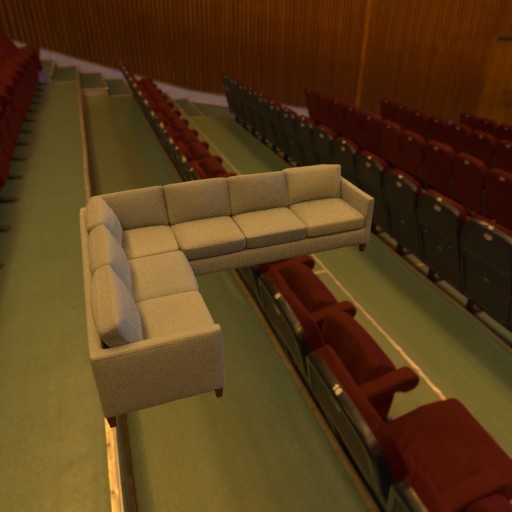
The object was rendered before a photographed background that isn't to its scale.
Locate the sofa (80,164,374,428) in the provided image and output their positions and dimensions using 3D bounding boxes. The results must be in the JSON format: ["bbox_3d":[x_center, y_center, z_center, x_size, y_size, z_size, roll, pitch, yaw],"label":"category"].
[{"bbox_3d":[0.000,0.000,4.544,3.301,0.947,2.592,-11,33,-17],"label":"sofa"}]
